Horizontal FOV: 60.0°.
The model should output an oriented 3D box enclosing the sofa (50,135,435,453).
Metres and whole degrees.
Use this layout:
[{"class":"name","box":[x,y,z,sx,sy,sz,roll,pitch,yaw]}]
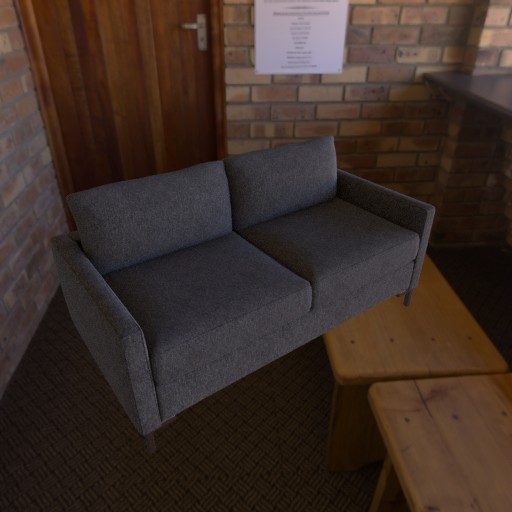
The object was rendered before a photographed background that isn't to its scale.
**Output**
[{"class":"sofa","box":[0.000,0.000,2.224,1.716,0.862,0.866,-21,37,-30]}]
